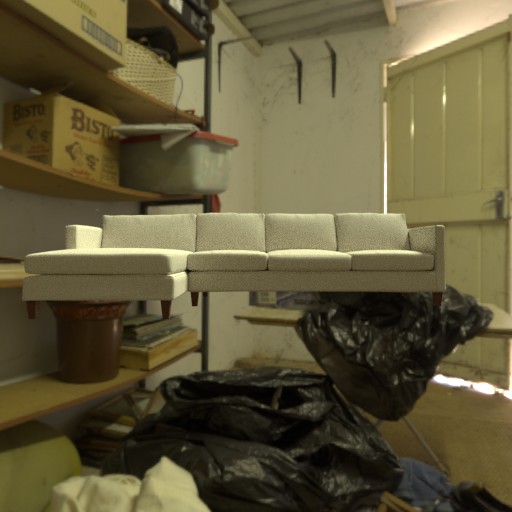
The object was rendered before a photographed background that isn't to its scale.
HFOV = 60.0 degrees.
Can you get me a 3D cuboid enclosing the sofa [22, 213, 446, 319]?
[{"bbox_3d":[0.000,0.000,3.804,3.186,0.846,1.625,0,1,0],"label":"sofa"}]
